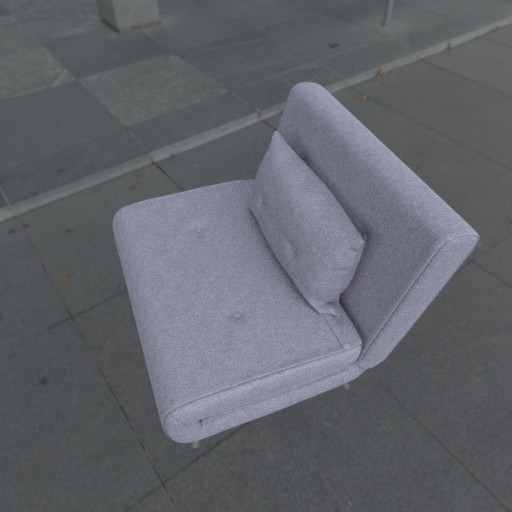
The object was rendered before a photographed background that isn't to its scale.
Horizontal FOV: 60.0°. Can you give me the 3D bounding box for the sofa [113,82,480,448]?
[{"bbox_3d":[0.000,0.000,1.721,1.000,0.825,1.020,-16,49,-15],"label":"sofa"}]
